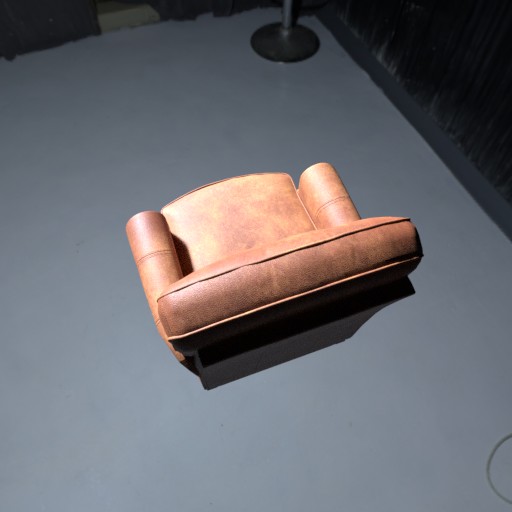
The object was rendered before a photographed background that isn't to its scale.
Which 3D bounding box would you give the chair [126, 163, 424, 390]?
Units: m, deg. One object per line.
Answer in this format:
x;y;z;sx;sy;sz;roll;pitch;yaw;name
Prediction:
0.000;0.000;1.814;0.936;1.018;0.986;-17;59;-11;chair
